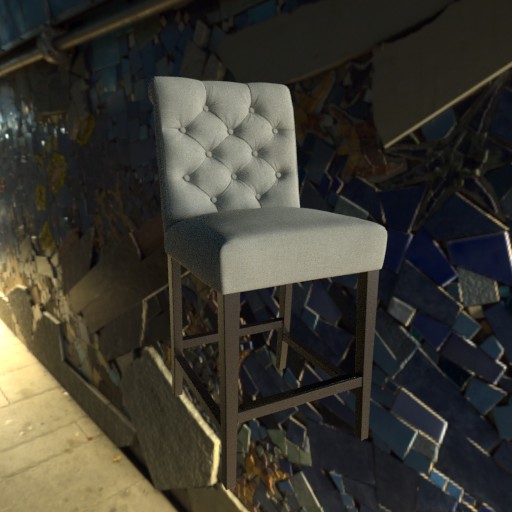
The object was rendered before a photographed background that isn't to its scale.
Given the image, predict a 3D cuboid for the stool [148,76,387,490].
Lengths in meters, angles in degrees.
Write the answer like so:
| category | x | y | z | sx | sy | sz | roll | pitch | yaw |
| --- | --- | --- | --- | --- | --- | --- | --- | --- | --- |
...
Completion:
| category | x | y | z | sx | sy | sz | roll | pitch | yaw |
| --- | --- | --- | --- | --- | --- | --- | --- | --- | --- |
| stool | 0.000 | 0.000 | 1.329 | 0.493 | 1.040 | 0.601 | -7 | 16 | -26 |
